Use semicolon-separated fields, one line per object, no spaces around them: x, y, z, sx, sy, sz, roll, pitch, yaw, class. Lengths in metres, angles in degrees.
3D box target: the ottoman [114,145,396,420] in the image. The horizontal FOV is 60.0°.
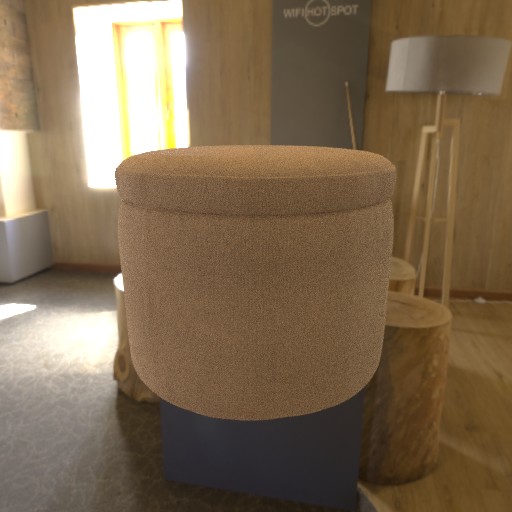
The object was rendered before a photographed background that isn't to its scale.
0.000;0.000;0.851;0.497;0.409;0.497;0;16;0;ottoman
